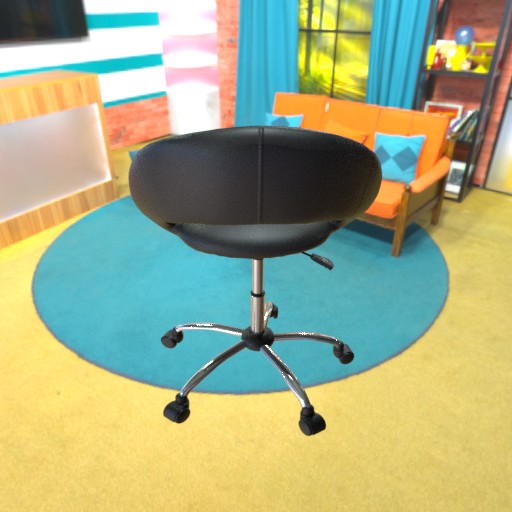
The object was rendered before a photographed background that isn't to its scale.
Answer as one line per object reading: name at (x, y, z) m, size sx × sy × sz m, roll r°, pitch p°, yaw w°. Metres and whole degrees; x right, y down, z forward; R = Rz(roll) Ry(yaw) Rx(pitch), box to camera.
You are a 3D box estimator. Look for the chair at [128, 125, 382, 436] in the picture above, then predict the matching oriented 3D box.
chair at (0.000, 0.000, 1.173) m, size 0.612 × 0.791 × 0.538 m, roll -1°, pitch 30°, yaw -2°
